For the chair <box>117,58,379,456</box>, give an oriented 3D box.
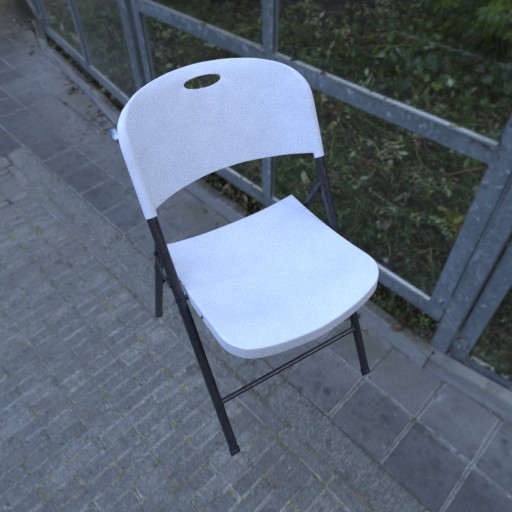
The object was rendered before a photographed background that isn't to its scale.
[{"bbox_3d":[0.000,0.000,1.161,0.494,0.810,0.566,-24,51,-21],"label":"chair"}]
